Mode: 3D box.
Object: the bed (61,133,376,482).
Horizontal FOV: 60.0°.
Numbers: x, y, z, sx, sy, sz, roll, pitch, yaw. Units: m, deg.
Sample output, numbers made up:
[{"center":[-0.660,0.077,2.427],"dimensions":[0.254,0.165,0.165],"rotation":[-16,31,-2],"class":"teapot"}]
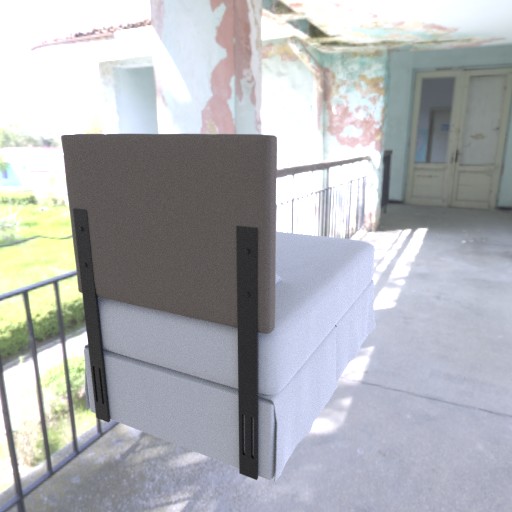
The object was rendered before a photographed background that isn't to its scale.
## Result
[{"center":[0.000,0.000,2.945],"dimensions":[1.261,1.571,1.997],"rotation":[8,17,26],"class":"bed"}]
